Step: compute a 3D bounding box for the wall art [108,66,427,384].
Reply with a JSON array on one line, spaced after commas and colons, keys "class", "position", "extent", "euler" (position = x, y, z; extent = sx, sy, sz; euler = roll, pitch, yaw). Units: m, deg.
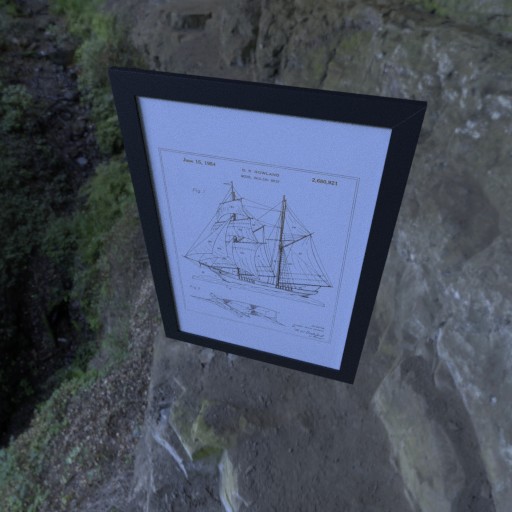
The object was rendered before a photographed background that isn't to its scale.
[{"class": "wall art", "position": [0.000, 0.000, 0.690], "extent": [0.381, 0.534, 0.013], "euler": [11, 43, 12]}]
